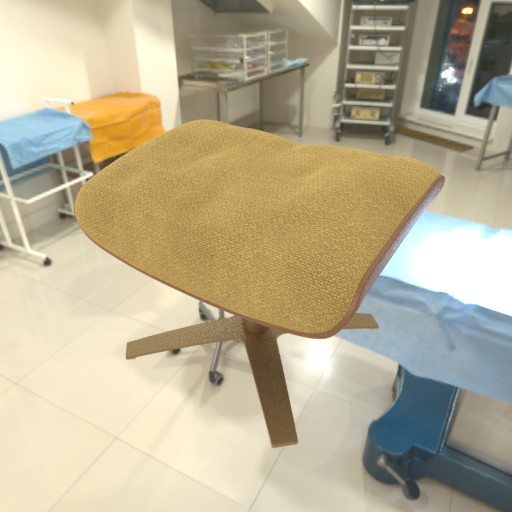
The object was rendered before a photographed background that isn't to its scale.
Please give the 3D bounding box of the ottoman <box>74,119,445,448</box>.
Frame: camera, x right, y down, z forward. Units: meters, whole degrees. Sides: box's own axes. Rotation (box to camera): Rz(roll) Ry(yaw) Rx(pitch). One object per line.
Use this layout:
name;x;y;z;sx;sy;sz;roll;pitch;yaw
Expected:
ottoman;0.000;0.000;0.811;0.520;0.391;0.394;20;36;29
